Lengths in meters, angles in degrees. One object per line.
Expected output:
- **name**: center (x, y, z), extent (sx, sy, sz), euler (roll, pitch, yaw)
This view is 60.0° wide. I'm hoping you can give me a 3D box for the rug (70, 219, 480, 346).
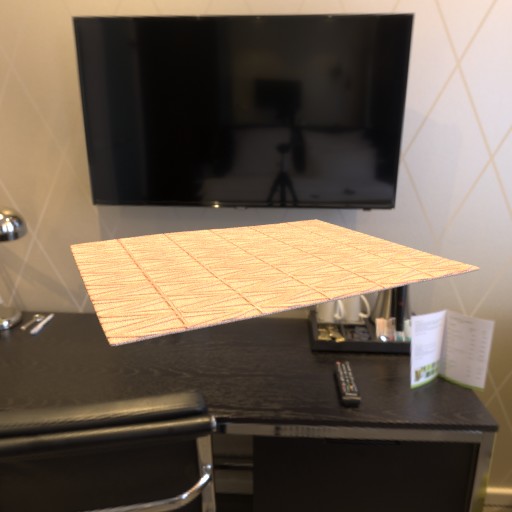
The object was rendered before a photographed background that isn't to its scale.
- **rug**: center (0.000, 0.000, 4.153), extent (3.052, 0.043, 2.453), euler (-8, 18, -26)
